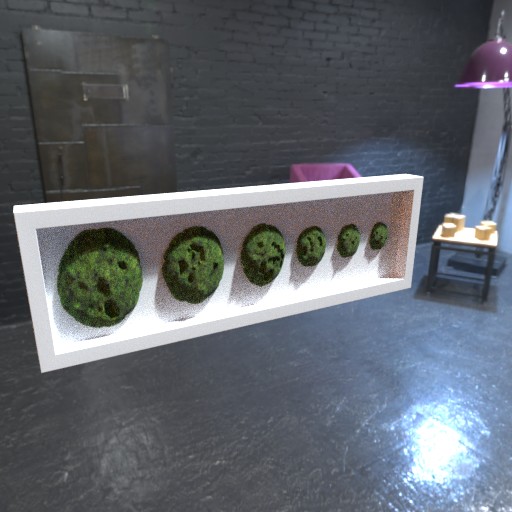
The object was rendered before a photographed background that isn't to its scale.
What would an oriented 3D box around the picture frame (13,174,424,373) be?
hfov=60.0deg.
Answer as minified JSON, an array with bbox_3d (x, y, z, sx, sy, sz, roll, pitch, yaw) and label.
[{"bbox_3d":[0.000,0.000,0.821,0.759,0.250,0.050,-9,20,-26],"label":"picture frame"}]
